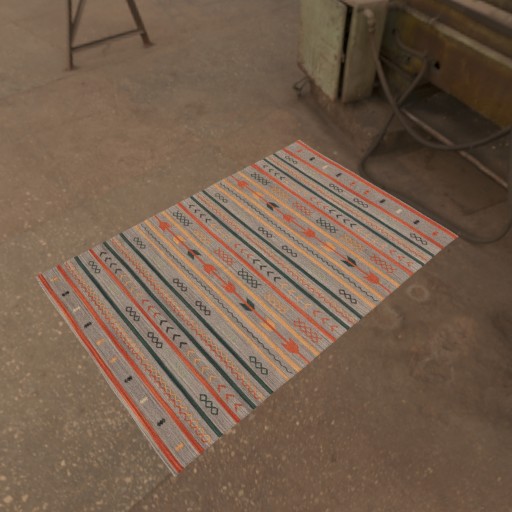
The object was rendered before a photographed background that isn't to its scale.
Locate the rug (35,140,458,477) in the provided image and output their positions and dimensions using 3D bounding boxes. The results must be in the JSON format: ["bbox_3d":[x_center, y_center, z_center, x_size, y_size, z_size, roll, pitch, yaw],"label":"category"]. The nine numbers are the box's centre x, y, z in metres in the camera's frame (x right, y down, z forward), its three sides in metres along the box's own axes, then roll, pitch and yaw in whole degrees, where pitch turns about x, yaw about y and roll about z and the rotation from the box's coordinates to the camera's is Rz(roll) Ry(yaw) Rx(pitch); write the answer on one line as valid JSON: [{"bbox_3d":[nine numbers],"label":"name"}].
[{"bbox_3d":[0.000,0.000,2.284,1.835,0.017,1.220,-33,56,-26],"label":"rug"}]
